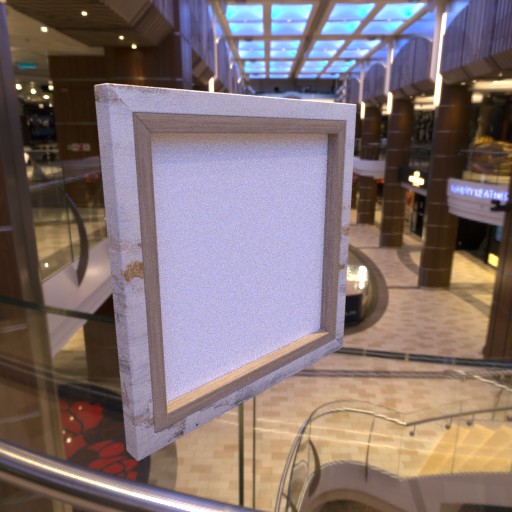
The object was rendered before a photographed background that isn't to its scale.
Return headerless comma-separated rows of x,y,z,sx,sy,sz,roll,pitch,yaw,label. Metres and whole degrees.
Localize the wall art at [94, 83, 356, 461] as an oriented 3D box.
0.000,0.000,0.905,0.611,0.613,0.040,-14,21,-43,wall art
